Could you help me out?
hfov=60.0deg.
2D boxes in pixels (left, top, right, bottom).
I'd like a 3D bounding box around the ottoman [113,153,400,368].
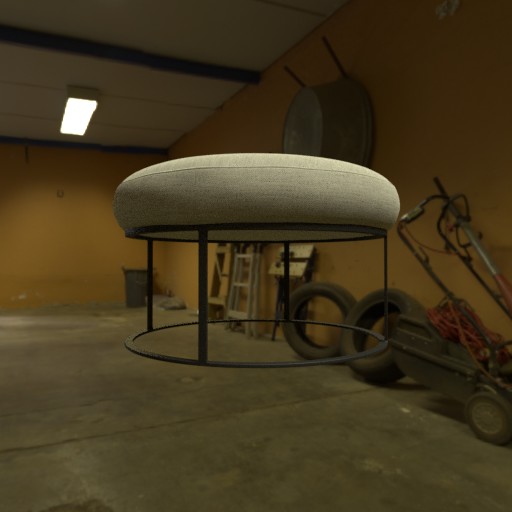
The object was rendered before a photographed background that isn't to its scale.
[{"bbox_3d":[0.000,0.000,1.244,0.769,0.459,0.769,0,-1,0],"label":"ottoman"}]
